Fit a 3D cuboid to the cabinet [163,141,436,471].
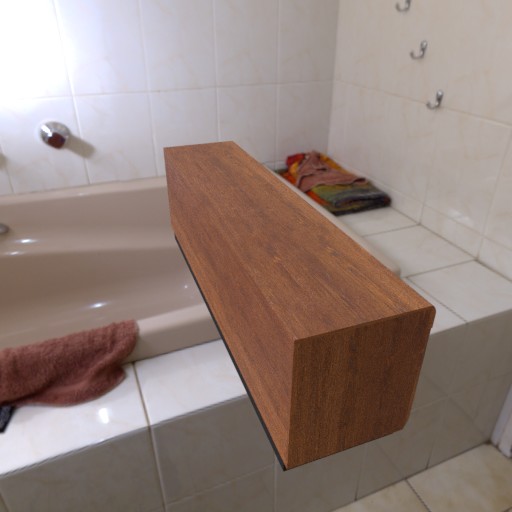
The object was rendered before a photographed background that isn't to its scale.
[{"bbox_3d":[0.000,0.000,1.811,0.419,0.510,1.600,-10,31,-18],"label":"cabinet"}]
